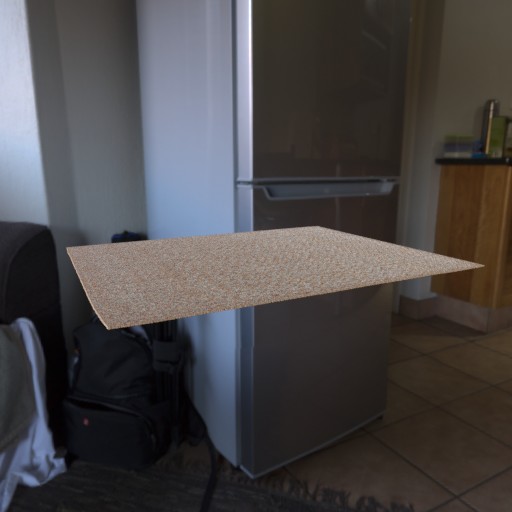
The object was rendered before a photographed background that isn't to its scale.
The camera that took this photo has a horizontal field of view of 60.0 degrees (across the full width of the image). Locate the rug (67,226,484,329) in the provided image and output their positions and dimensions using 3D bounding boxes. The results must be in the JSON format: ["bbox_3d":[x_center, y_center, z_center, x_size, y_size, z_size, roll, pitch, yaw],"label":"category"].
[{"bbox_3d":[0.000,0.000,4.046,3.048,0.013,2.439,-6,14,-27],"label":"rug"}]
